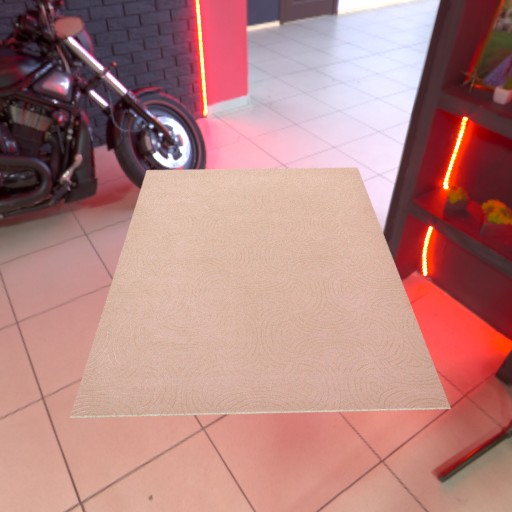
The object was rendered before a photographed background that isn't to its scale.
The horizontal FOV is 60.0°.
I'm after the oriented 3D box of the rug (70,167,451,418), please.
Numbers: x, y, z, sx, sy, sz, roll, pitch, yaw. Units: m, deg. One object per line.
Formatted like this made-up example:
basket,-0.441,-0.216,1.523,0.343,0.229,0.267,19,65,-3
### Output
rug,0.000,0.000,3.377,2.073,0.011,2.584,-1,41,-1
